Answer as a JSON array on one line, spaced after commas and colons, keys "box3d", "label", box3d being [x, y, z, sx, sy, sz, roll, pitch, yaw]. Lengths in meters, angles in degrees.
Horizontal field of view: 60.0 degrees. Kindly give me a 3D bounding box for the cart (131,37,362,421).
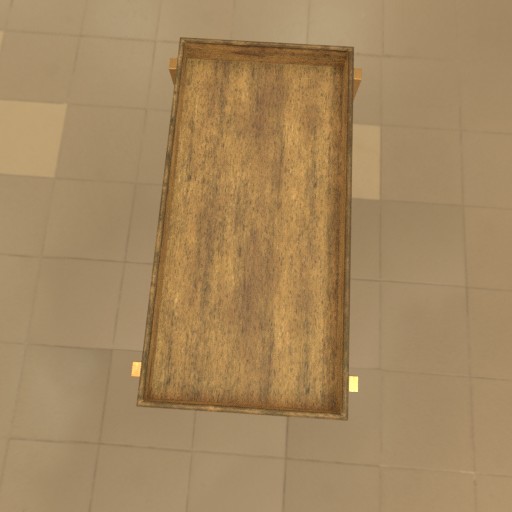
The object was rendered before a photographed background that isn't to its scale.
[{"box3d": [0.000, 0.000, 1.245, 0.416, 0.799, 0.750, 4, 77, 1], "label": "cart"}]
